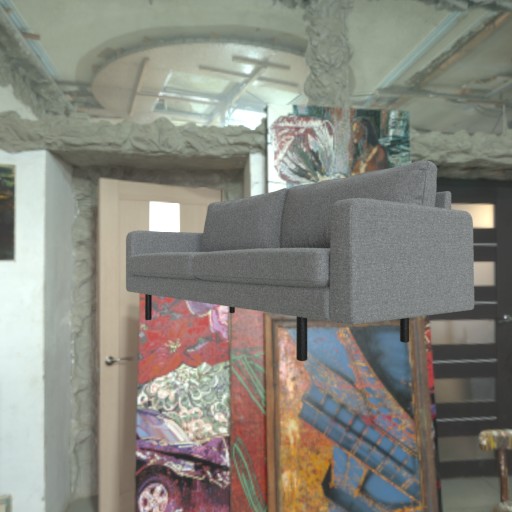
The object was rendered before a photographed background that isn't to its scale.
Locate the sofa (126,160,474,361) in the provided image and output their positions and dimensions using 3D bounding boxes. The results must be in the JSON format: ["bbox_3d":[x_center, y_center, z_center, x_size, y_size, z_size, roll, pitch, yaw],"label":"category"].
[{"bbox_3d":[0.000,0.000,2.661,0.880,0.880,2.200,1,-1,-37],"label":"sofa"}]
